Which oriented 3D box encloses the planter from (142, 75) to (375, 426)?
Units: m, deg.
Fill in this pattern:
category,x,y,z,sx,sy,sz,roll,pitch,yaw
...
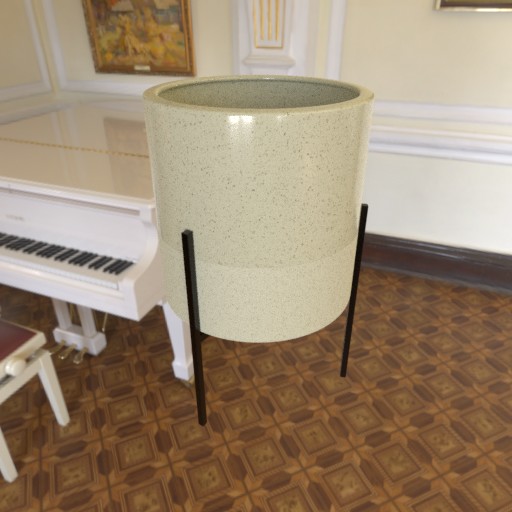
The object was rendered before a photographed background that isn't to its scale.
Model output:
category,x,y,z,sx,sy,sz,roll,pitch,yaw
planter,0.000,0.000,0.547,0.234,0.390,0.243,18,34,29
